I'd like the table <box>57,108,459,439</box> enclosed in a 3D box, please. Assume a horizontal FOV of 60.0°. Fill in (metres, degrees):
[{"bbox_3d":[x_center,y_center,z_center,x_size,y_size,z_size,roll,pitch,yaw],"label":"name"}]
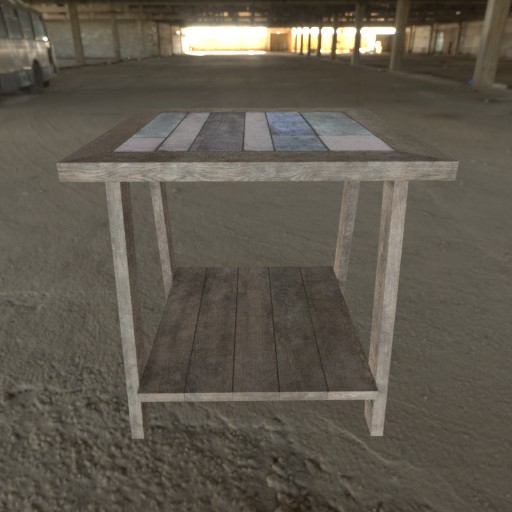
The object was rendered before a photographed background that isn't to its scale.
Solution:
[{"bbox_3d":[0.000,0.000,1.077,0.610,0.610,0.610,0,26,-1],"label":"table"}]
